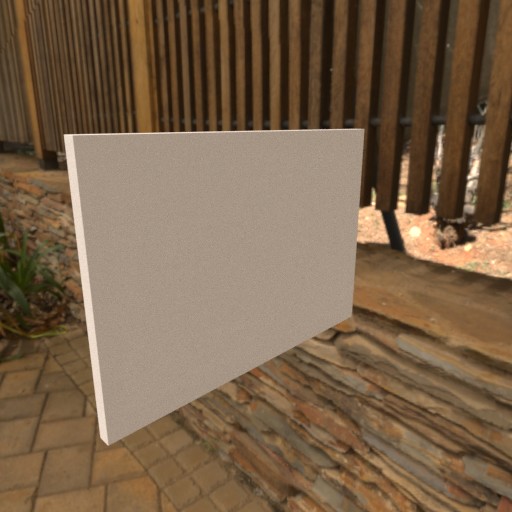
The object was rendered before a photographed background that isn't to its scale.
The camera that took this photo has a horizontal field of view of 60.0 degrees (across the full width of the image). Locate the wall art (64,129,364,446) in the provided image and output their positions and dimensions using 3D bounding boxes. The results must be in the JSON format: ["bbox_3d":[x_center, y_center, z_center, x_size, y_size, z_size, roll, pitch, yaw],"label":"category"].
[{"bbox_3d":[0.000,0.000,1.662,0.051,0.902,1.308,16,23,42],"label":"wall art"}]
